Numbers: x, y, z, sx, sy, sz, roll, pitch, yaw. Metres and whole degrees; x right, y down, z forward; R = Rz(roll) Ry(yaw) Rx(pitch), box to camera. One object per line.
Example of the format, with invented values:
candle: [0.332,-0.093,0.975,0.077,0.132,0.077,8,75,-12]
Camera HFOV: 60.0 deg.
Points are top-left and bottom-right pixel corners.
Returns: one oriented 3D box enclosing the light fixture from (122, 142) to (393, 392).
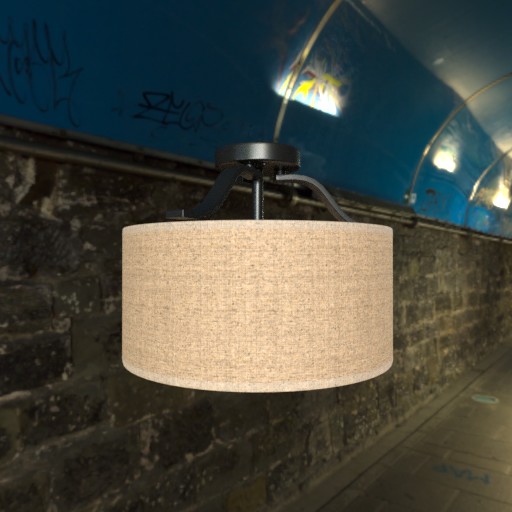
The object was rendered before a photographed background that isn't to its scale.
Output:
light fixture: [0.000,0.000,0.658,0.390,0.306,0.390,0,0,0]
